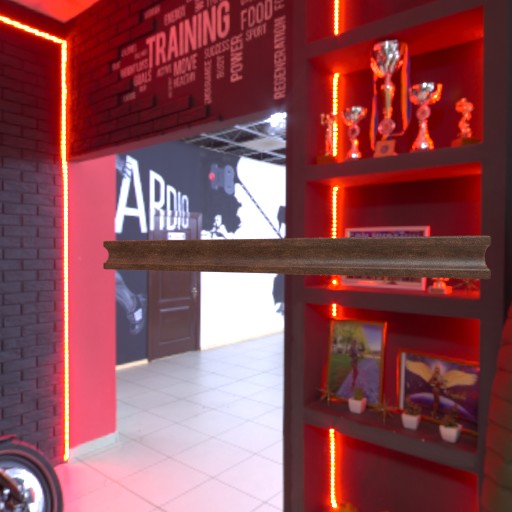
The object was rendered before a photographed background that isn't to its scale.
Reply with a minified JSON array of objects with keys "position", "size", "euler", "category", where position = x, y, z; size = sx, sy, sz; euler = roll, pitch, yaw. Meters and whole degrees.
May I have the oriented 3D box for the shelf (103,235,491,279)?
[{"position":[0.000,0.000,0.447],"size":[0.296,0.035,0.296],"euler":[0,1,-18],"category":"shelf"}]
